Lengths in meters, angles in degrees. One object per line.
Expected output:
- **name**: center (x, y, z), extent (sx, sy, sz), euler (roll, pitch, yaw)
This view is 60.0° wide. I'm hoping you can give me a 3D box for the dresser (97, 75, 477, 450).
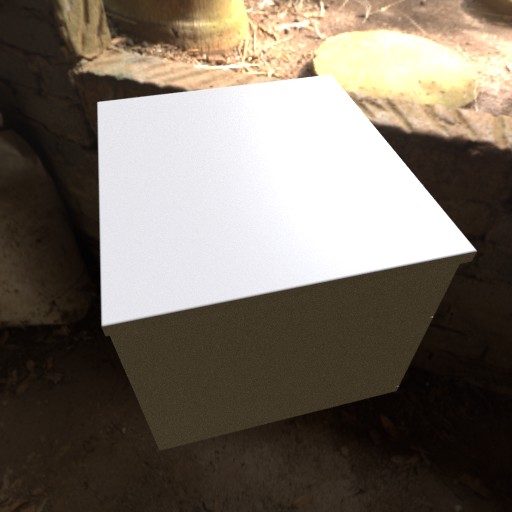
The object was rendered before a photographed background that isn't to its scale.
- **dresser**: center (0.000, 0.000, 0.710), extent (0.400, 0.360, 0.430), euler (-11, 48, -10)
